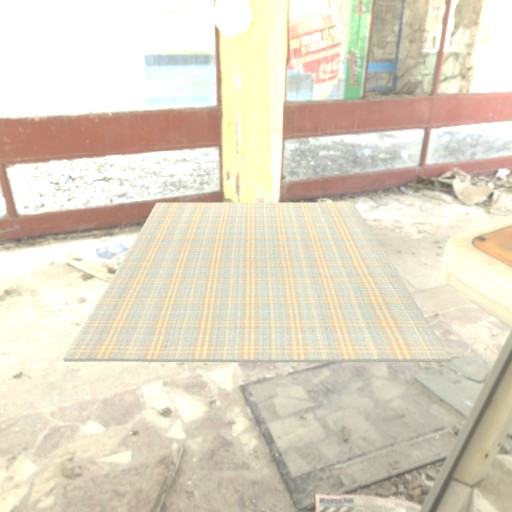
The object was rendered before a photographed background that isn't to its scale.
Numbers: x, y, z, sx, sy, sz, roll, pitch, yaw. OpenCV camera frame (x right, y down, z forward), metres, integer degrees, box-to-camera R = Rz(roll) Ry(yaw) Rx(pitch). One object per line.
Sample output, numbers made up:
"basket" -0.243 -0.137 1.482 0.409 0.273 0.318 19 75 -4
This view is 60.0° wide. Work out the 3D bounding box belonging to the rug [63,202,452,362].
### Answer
"rug" 0.000 0.000 4.155 2.462 0.030 3.066 0 26 0
